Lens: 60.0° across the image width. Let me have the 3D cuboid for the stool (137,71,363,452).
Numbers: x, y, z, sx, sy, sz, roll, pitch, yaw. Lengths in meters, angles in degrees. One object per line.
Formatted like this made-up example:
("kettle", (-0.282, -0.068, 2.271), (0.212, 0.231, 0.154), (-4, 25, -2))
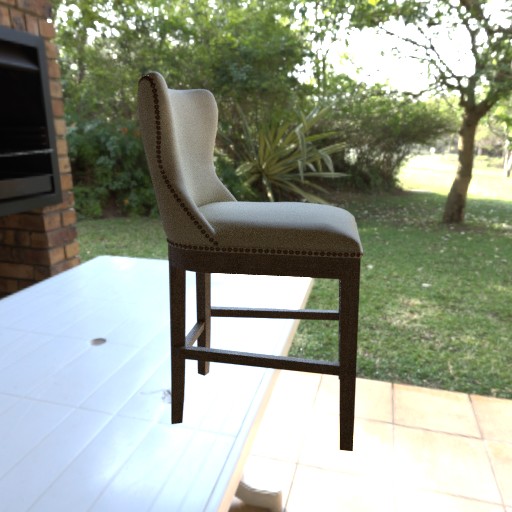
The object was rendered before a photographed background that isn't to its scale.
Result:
("stool", (0.000, 0.000, 1.325), (0.608, 0.981, 0.498), (3, 15, 9))
